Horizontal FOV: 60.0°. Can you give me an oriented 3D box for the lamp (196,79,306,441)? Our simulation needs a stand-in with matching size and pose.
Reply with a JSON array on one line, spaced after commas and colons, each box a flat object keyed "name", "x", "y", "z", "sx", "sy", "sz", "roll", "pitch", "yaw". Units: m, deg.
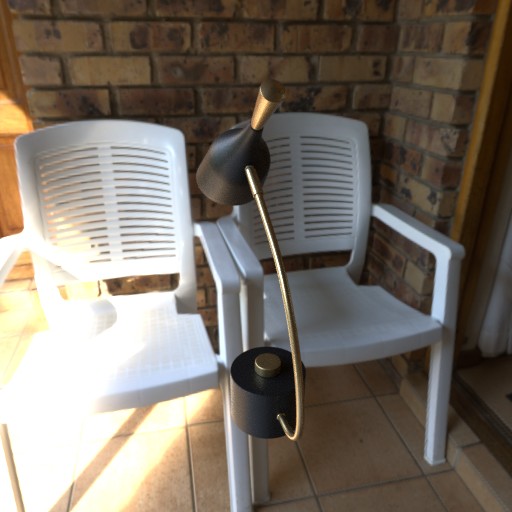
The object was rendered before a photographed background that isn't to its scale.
[{"name": "lamp", "x": 0.000, "y": 0.000, "z": 0.617, "sx": 0.110, "sy": 0.464, "sz": 0.352, "roll": -8, "pitch": 26, "yaw": -16}]
